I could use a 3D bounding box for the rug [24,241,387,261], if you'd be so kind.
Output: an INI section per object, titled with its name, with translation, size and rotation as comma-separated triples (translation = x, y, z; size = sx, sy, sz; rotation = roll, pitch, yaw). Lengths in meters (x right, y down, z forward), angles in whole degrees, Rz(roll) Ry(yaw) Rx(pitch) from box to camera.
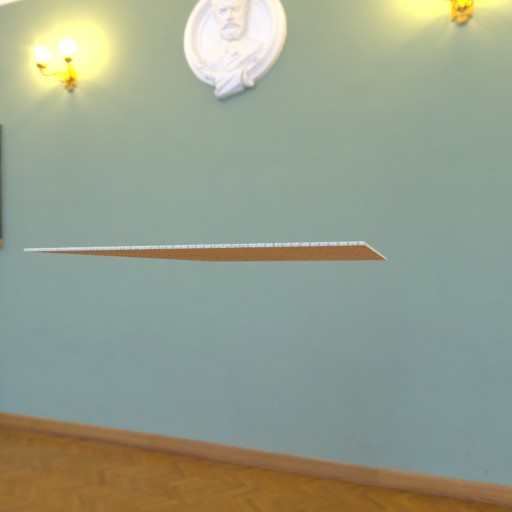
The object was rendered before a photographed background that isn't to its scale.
[rug]
translation = 0.000, 0.000, 2.790
size = 1.509, 0.013, 2.144
rotation = -1, -2, 18
